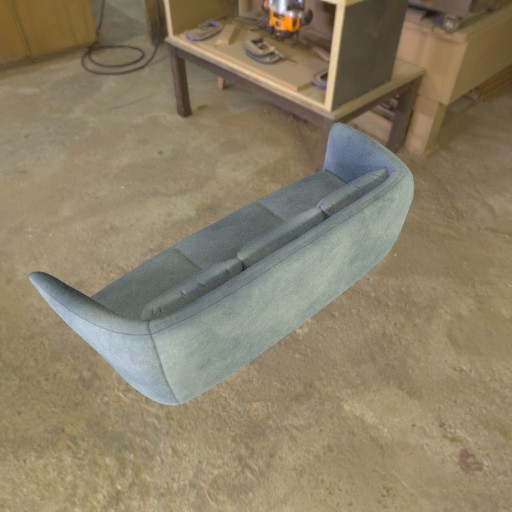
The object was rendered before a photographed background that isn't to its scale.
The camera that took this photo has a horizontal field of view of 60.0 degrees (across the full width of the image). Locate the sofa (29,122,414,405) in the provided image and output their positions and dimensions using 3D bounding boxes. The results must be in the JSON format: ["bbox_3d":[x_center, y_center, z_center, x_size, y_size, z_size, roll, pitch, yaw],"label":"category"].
[{"bbox_3d":[0.000,0.000,2.496,2.095,0.795,0.849,-32,54,-26],"label":"sofa"}]
